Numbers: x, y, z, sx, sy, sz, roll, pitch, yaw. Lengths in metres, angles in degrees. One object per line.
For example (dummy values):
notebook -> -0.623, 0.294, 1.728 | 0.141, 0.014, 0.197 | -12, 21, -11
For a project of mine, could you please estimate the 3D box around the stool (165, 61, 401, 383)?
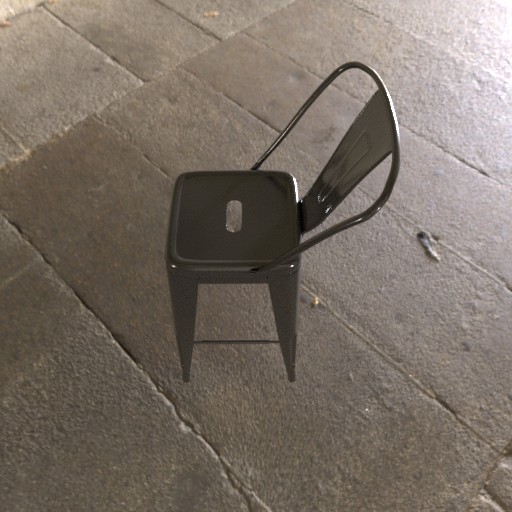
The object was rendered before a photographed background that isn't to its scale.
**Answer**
stool -> 0.000, 0.000, 1.266 | 0.528, 1.022, 0.432 | 0, 58, 0
